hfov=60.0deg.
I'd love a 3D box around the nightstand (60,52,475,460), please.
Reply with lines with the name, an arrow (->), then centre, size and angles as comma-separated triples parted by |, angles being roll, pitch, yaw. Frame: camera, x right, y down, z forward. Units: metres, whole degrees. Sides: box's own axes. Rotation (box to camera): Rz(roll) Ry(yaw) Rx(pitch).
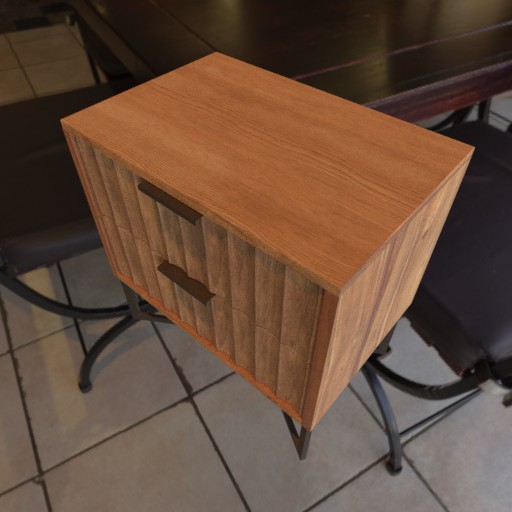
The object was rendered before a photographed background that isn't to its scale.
nightstand -> 0.000, 0.000, 0.999 | 0.613, 0.615, 0.427 | 32, 54, 27
